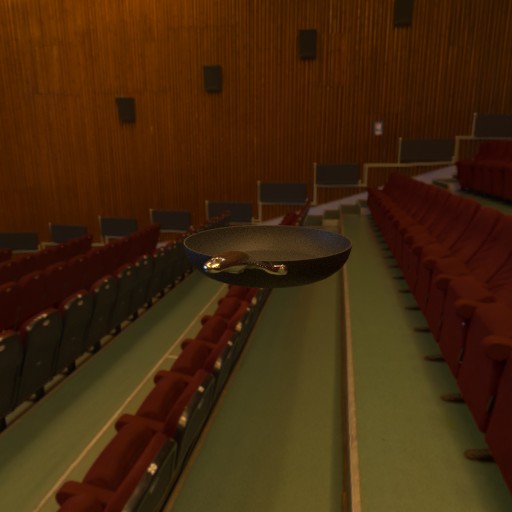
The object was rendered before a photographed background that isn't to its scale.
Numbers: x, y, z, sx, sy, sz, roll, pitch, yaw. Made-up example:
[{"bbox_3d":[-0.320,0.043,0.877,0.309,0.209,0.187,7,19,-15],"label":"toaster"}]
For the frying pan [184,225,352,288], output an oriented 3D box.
[{"bbox_3d":[0.000,0.000,0.577,0.255,0.105,0.472,2,14,9],"label":"frying pan"}]
